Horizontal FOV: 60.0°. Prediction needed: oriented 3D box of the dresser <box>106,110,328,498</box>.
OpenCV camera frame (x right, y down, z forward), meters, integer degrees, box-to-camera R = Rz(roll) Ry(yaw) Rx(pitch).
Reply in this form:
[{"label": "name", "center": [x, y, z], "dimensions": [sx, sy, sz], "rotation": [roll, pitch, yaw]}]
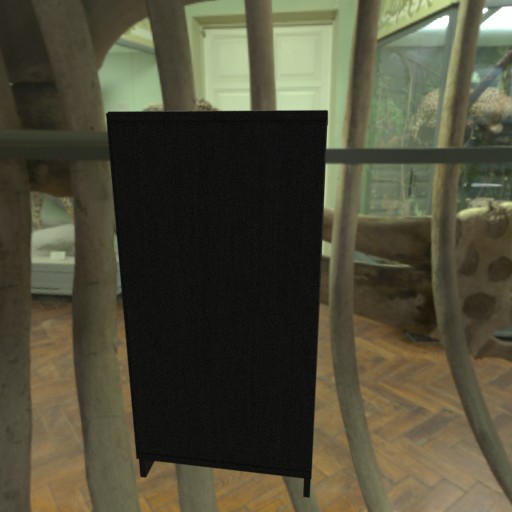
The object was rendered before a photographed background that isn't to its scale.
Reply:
[{"label": "dresser", "center": [0.000, 0.000, 1.369], "dimensions": [0.404, 0.816, 0.994], "rotation": [2, 16, 9]}]
